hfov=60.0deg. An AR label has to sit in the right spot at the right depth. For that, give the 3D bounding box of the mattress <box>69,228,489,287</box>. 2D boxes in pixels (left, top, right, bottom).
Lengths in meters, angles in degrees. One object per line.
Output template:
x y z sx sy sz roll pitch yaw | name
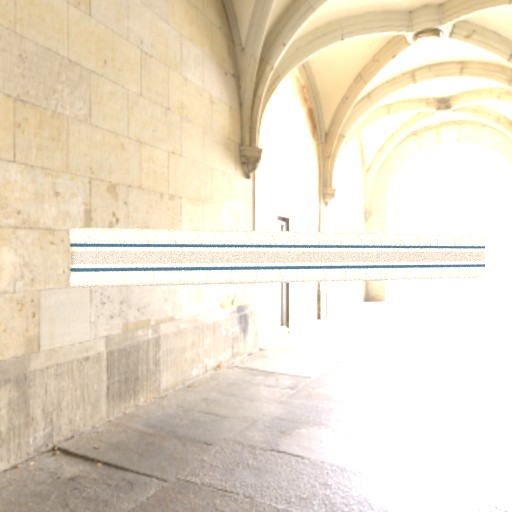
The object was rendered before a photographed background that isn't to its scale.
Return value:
0.000 0.000 2.724 2.000 0.230 1.600 0 0 -18 | mattress
